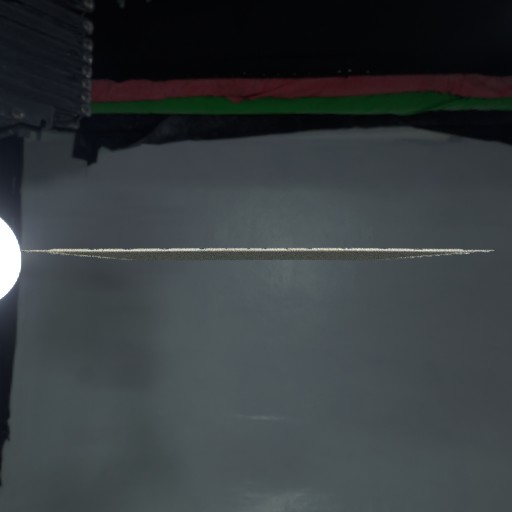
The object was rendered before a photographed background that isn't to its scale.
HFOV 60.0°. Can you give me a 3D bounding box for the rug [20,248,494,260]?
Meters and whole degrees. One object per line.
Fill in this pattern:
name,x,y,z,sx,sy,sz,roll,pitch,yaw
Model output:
rug,0.000,0.000,4.181,3.213,0.030,2.388,0,-2,0
